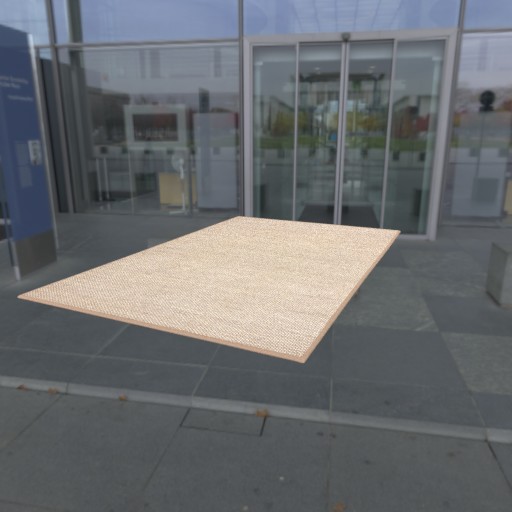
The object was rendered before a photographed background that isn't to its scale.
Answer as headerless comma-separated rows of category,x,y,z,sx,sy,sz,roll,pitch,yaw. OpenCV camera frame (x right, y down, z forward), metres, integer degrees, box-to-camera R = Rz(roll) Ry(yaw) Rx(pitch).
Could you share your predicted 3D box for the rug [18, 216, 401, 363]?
rug,0.000,0.000,2.050,1.061,0.012,1.668,7,17,24
